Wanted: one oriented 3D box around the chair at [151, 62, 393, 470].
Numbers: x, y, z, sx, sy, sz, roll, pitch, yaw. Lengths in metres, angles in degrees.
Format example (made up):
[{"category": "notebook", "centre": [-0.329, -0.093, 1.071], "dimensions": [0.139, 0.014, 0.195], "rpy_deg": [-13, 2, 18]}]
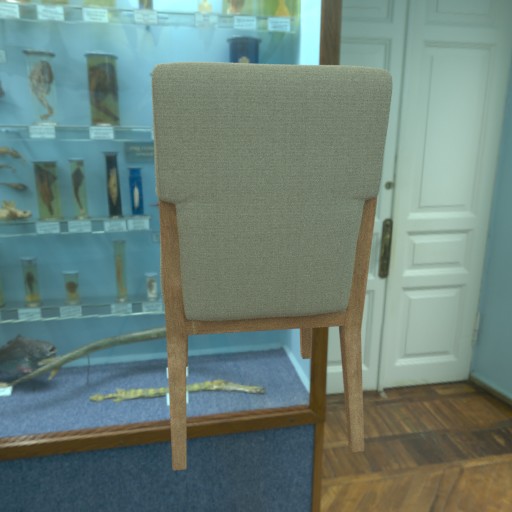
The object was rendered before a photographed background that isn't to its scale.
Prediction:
[{"category": "chair", "centre": [0.000, 0.000, 1.236], "dimensions": [0.507, 0.911, 0.586], "rpy_deg": [-2, 14, -8]}]
